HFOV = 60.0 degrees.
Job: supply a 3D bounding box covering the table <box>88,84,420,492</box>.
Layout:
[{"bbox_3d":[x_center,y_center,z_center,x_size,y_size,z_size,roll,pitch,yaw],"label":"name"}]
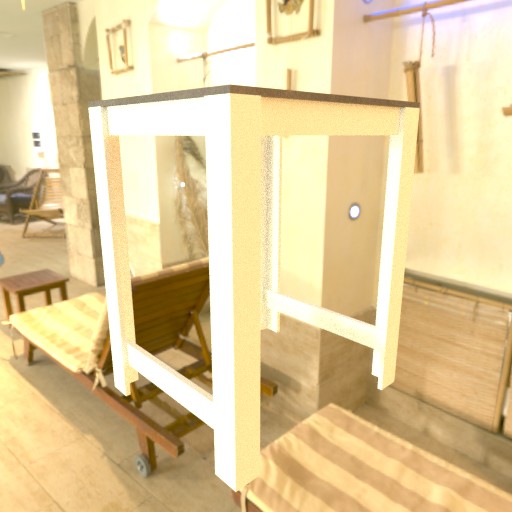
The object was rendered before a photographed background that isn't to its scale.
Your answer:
[{"bbox_3d":[0.000,0.000,1.552,0.800,1.020,0.700,-14,21,-41],"label":"table"}]
